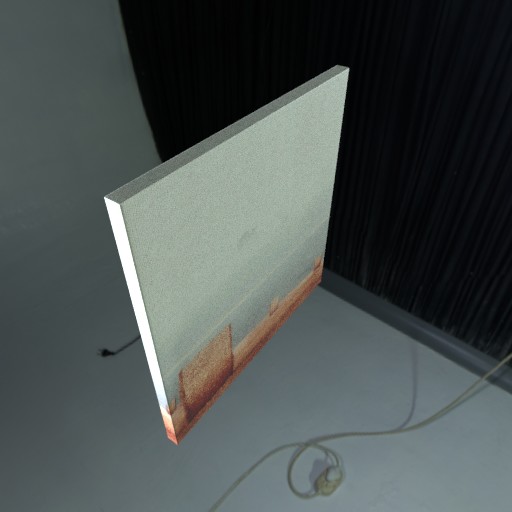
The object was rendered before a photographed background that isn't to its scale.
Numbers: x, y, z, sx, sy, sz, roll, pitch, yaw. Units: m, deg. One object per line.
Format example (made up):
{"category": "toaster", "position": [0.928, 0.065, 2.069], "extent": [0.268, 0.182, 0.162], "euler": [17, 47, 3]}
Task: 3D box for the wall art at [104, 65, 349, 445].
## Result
{"category": "wall art", "position": [0.000, 0.000, 1.158], "extent": [0.042, 0.760, 0.760], "euler": [25, 47, 26]}
